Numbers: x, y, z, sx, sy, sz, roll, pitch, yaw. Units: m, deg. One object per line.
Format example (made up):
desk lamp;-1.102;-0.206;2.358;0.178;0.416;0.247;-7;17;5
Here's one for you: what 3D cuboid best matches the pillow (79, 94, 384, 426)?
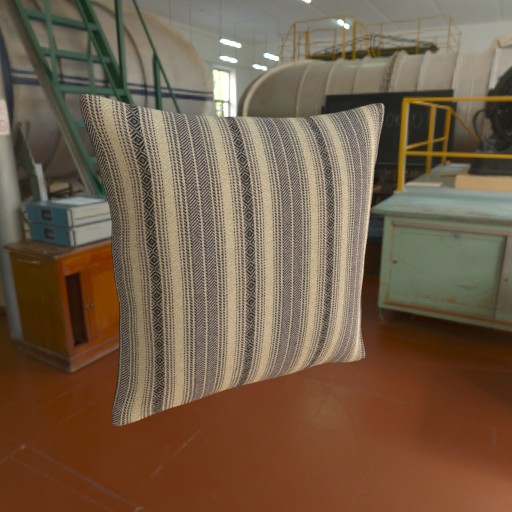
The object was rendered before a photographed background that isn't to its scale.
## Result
pillow;0.000;0.000;0.760;0.520;0.508;0.166;-8;18;-25
